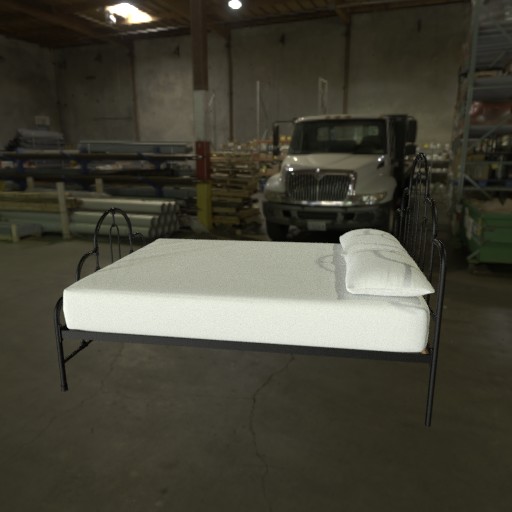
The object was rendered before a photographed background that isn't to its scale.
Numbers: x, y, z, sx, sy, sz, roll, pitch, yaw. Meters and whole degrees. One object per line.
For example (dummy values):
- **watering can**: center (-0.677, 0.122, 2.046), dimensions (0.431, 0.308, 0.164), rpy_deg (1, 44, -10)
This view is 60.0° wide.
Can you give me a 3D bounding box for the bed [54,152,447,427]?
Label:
- **bed**: center (0.000, 0.000, 3.172), dimensions (2.181, 1.444, 1.626), rpy_deg (2, 13, 9)
